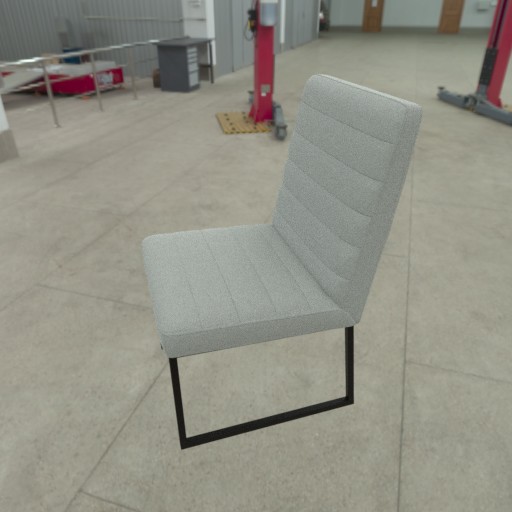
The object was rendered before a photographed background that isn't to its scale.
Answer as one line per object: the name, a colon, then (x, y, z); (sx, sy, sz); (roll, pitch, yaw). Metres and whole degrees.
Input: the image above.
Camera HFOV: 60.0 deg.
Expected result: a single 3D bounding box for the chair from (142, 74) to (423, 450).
chair: (0.000, 0.000, 1.310); (0.634, 0.930, 0.520); (-9, 31, -15)
